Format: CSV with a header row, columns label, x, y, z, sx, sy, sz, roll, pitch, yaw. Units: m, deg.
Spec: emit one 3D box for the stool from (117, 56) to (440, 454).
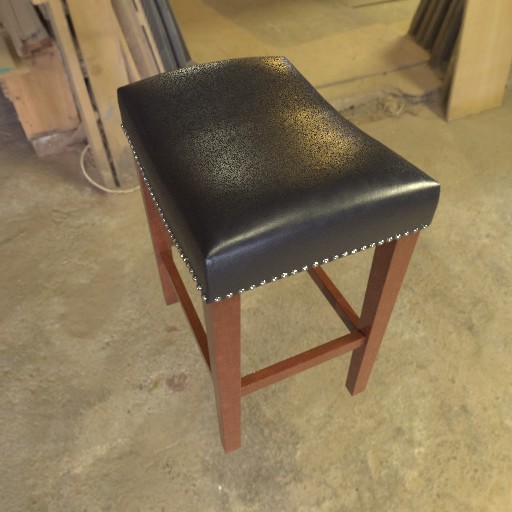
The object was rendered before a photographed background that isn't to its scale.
label,x,y,z,sx,sy,sz,roll,pitch,yaw
stool,0.000,0.000,0.944,0.372,0.654,0.504,-18,49,-17
